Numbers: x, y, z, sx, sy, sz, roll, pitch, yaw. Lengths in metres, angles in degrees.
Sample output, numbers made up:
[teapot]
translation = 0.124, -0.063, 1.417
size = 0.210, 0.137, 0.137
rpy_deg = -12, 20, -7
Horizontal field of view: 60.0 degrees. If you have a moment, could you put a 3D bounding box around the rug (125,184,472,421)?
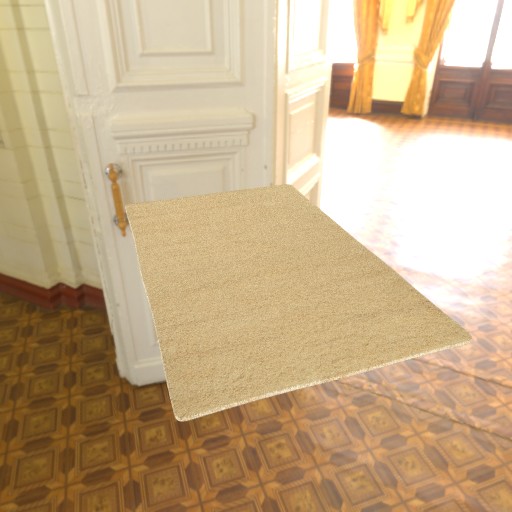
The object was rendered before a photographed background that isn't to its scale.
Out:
[rug]
translation = 0.000, 0.000, 2.954
size = 1.500, 0.026, 2.349
rpy_deg = -10, 31, -17
